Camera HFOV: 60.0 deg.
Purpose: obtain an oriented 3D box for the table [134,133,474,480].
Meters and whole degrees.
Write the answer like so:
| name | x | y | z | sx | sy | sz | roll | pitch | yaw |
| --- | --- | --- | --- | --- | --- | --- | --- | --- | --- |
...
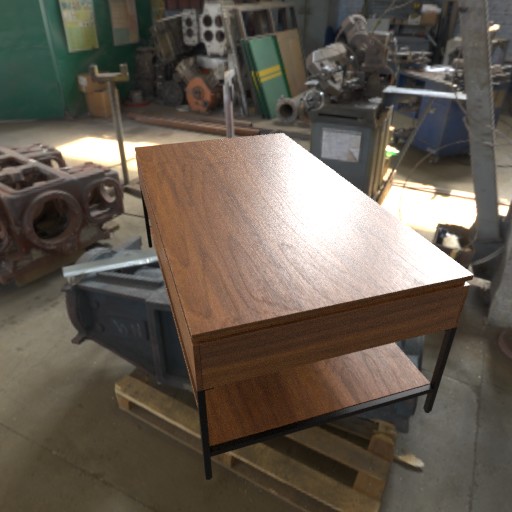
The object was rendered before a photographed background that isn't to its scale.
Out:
| name | x | y | z | sx | sy | sz | roll | pitch | yaw |
| --- | --- | --- | --- | --- | --- | --- | --- | --- | --- |
| table | 0.000 | 0.000 | 1.350 | 0.574 | 0.414 | 1.057 | -10 | 33 | -15 |
